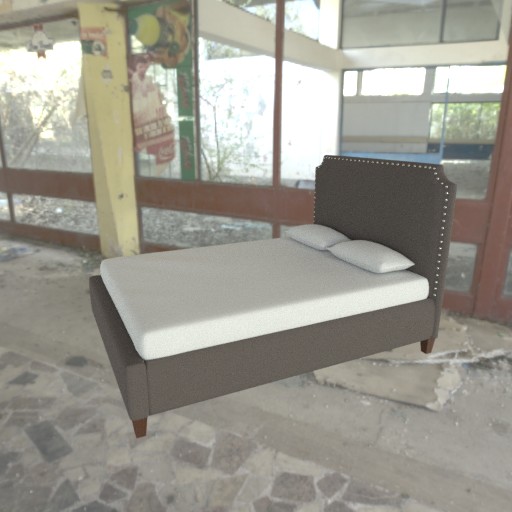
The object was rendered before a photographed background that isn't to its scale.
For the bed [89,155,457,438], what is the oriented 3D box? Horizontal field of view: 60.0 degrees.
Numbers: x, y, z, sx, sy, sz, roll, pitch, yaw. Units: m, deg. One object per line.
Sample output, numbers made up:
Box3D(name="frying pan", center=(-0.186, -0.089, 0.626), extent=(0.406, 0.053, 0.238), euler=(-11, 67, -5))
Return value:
Box3D(name="bed", center=(0.000, 0.000, 3.495), extent=(2.372, 1.443, 1.713), euler=(-8, 18, -25))
